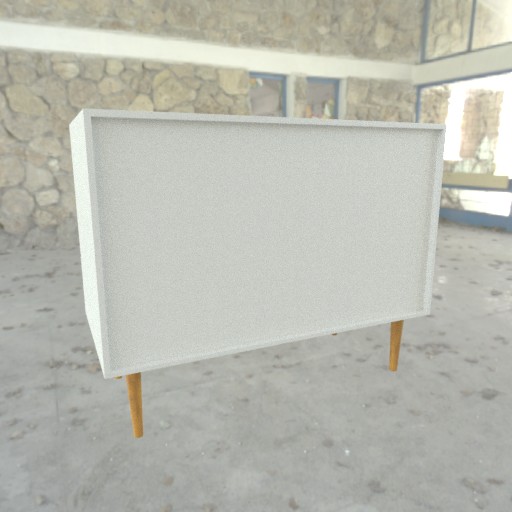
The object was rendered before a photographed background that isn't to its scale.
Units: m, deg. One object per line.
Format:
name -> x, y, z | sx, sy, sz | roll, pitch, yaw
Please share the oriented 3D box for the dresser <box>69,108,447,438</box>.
dresser -> 0.000, 0.000, 1.266 | 0.905, 0.721, 0.457 | -6, 14, -25
